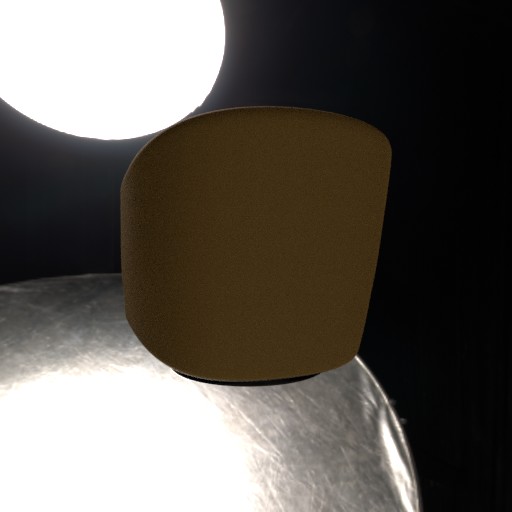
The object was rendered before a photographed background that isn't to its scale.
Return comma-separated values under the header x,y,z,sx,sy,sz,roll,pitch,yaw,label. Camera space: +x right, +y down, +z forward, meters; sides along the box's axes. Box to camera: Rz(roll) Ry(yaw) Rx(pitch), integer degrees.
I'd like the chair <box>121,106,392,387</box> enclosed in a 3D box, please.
x,y,z,sx,sy,sz,roll,pitch,yaw,label
0.000,0.000,1.365,0.773,0.698,0.767,0,1,-20,chair
